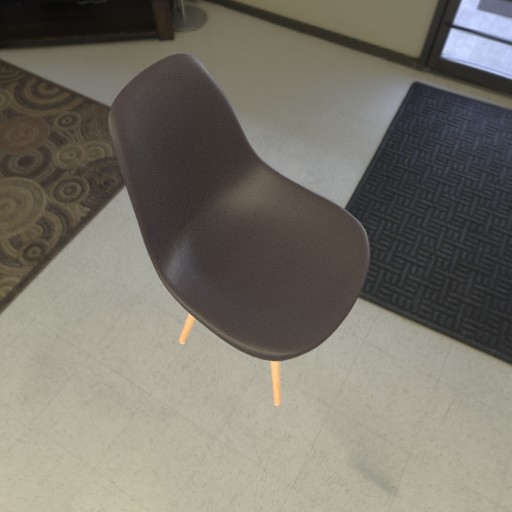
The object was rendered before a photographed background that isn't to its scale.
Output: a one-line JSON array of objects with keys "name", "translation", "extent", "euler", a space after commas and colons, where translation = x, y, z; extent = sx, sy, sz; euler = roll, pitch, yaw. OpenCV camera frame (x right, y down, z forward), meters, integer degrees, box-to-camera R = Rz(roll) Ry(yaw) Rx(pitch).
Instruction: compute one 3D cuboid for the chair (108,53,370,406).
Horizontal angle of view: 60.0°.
[{"name": "chair", "translation": [0.000, 0.000, 1.109], "extent": [0.533, 0.825, 0.470], "euler": [29, 62, 17]}]
